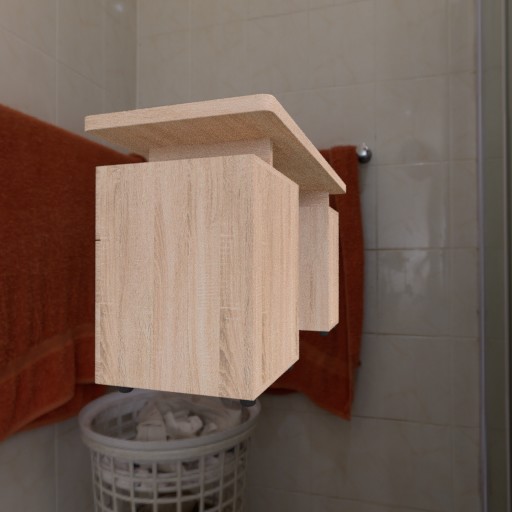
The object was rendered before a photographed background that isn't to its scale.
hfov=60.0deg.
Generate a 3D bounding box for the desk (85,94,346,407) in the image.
[{"bbox_3d":[0.000,0.000,1.797,0.550,0.760,1.400,0,-1,19],"label":"desk"}]
